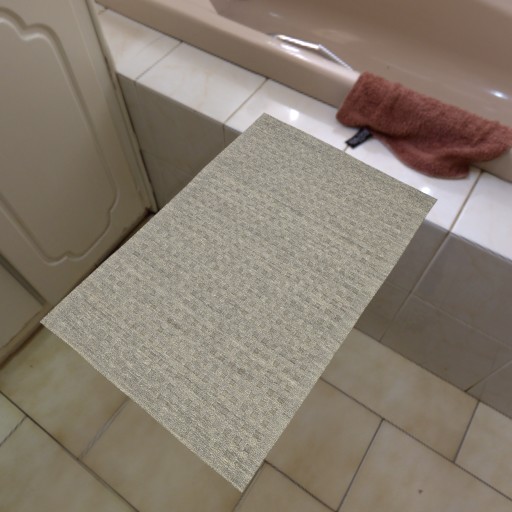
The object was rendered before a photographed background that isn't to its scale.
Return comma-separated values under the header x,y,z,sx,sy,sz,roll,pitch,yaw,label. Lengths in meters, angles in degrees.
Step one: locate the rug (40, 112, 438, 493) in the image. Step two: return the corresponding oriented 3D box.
x,y,z,sx,sy,sz,roll,pitch,yaw,label
0.000,0.000,2.905,1.532,0.018,2.297,32,64,18,rug
